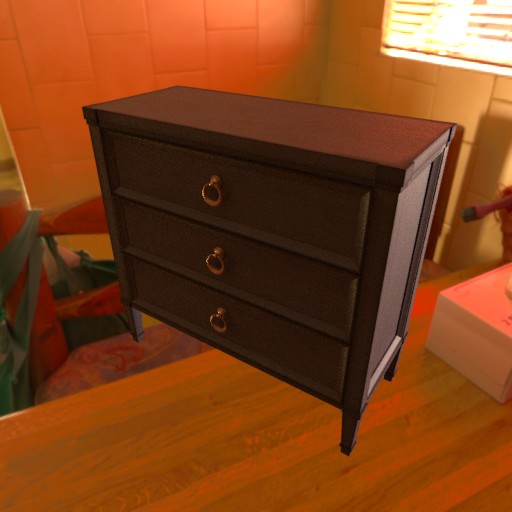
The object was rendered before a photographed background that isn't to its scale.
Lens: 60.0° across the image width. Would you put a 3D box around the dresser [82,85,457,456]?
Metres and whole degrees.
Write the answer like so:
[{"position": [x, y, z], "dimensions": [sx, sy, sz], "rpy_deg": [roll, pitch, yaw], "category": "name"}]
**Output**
[{"position": [0.000, 0.000, 1.581], "dimensions": [1.049, 0.986, 0.463], "rpy_deg": [19, 36, 29], "category": "dresser"}]
